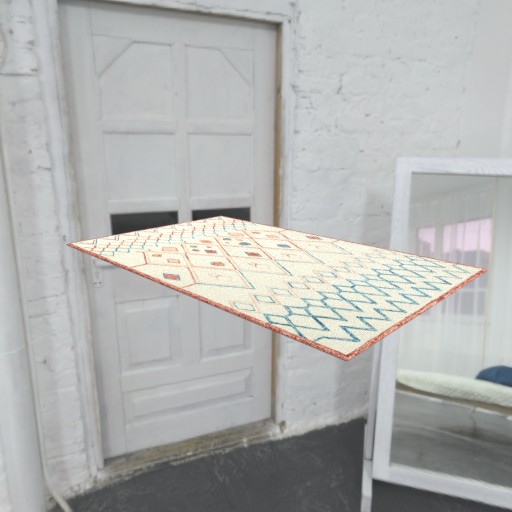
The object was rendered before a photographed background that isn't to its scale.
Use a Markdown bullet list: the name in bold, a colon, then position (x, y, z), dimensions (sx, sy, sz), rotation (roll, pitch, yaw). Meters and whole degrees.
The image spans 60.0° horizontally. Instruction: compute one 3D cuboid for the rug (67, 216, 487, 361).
- **rug**: position (0.000, 0.000, 2.979), dimensions (2.438, 0.015, 1.524), rotation (15, 22, 42)
